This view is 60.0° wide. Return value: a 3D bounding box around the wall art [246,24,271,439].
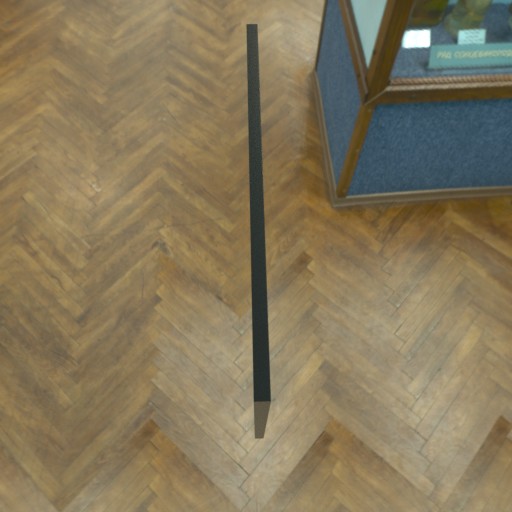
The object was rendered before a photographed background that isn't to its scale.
[{"bbox_3d":[0.000,0.000,0.531,0.012,0.332,0.383,-1,64,-1],"label":"wall art"}]
